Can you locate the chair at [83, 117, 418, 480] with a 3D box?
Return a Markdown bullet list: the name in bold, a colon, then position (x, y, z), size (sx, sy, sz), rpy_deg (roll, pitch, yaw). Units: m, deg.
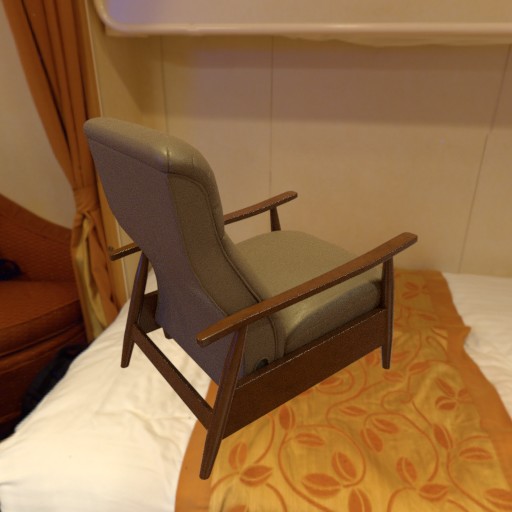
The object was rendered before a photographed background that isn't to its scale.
- **chair**: position (0.000, 0.000, 1.753), size (1.014, 1.082, 0.762), rpy_deg (-17, 30, -33)
